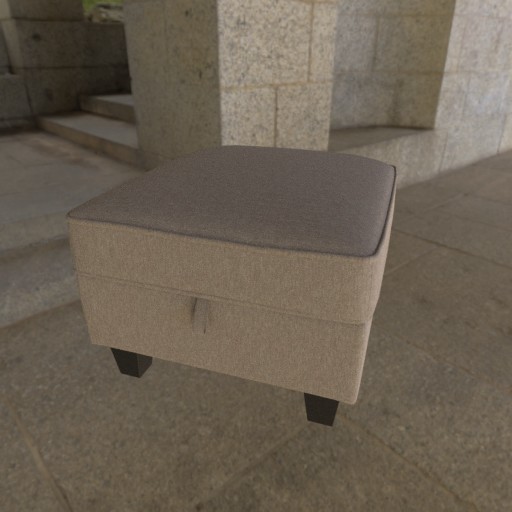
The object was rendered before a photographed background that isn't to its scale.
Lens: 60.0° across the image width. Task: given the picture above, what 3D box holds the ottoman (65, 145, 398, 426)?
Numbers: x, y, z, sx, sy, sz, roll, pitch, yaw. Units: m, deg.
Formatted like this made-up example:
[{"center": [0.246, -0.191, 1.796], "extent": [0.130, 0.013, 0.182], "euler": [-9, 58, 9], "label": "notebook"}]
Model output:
[{"center": [0.000, 0.000, 1.439], "extent": [0.808, 0.612, 0.871], "euler": [8, 27, 17], "label": "ottoman"}]
